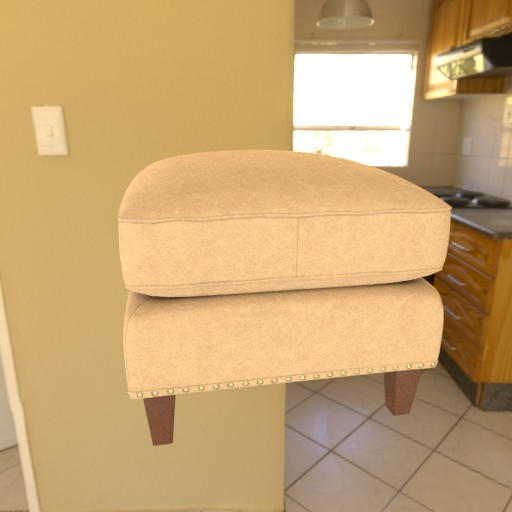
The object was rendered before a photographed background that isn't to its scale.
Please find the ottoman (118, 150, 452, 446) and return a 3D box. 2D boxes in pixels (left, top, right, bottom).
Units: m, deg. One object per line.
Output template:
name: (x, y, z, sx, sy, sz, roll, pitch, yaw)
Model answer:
ottoman: (0.000, 0.000, 1.108, 0.584, 0.513, 0.741, -3, 16, -10)
